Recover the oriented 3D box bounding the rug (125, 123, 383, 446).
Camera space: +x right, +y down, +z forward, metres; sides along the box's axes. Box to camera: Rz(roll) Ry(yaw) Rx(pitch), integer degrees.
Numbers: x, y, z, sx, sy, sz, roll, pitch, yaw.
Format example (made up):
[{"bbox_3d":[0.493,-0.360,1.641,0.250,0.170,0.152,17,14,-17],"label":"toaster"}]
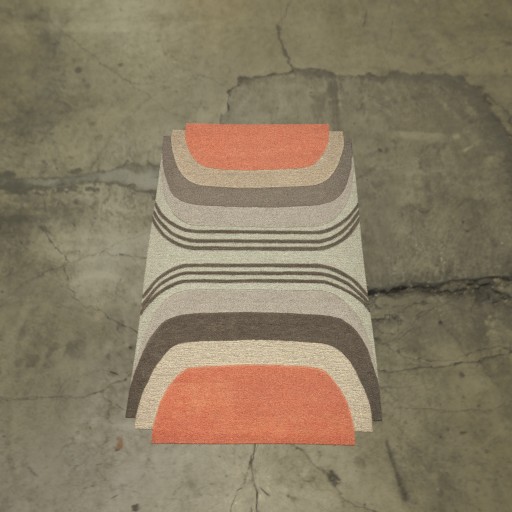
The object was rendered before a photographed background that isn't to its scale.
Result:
[{"bbox_3d":[0.000,0.000,3.113,1.530,0.017,2.446,1,63,0],"label":"rug"}]
